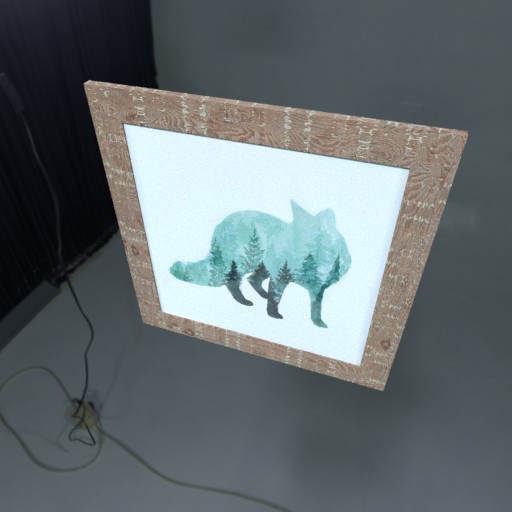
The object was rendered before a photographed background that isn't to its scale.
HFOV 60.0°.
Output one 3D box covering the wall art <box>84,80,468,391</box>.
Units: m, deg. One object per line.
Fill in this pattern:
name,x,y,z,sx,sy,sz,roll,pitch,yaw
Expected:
wall art,0.000,0.000,0.552,0.384,0.384,0.012,13,42,14
